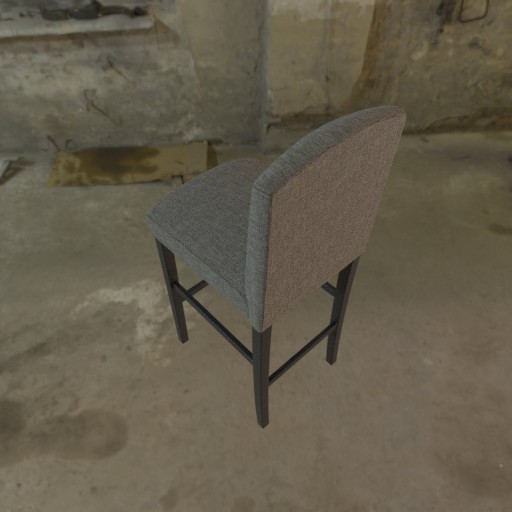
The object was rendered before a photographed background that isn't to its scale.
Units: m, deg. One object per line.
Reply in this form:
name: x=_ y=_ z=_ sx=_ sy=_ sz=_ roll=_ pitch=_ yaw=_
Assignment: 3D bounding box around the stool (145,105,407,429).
stool: x=0.000 y=0.000 z=1.425 sx=0.451 sy=1.138 sz=0.552 roll=-34 pitch=55 yaw=-28
